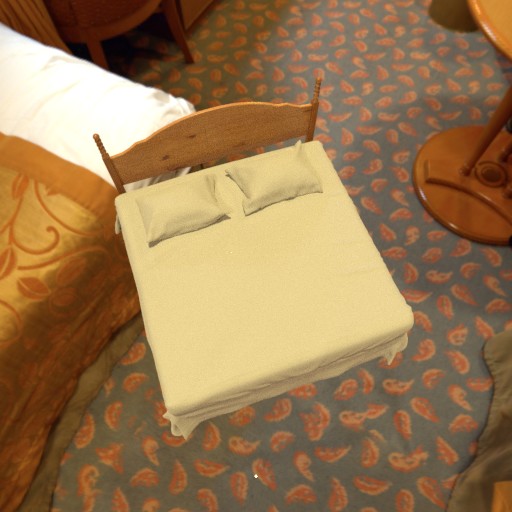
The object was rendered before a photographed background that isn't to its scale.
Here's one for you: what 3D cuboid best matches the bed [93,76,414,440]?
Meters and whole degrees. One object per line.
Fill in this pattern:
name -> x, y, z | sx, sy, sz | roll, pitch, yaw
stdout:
bed -> 0.000, 0.000, 3.691 | 2.322, 1.355, 2.219 | -17, 65, -8
